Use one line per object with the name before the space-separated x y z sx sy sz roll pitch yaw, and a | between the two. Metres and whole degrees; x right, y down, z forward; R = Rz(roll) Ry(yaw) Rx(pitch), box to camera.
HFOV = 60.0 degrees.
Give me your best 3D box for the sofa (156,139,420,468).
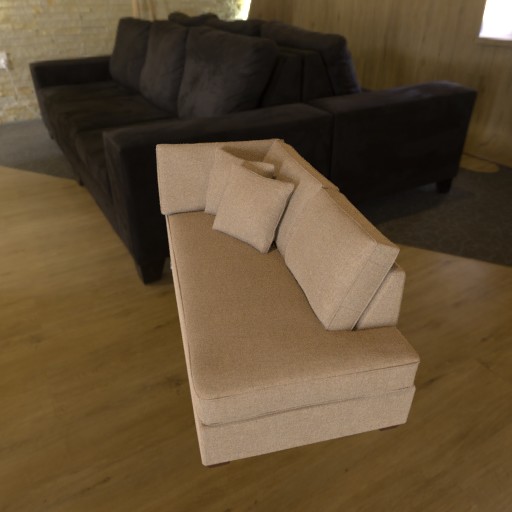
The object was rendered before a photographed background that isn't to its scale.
sofa | 0.000 0.000 2.862 1.110 1.019 2.238 -7 31 -12
